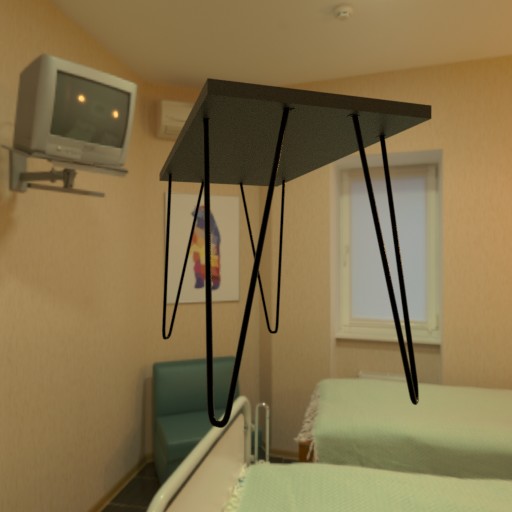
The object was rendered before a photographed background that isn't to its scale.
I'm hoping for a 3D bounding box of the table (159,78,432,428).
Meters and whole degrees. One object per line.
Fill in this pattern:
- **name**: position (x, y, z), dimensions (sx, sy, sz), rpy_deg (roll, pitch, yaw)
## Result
- **table**: position (0.000, 0.000, 1.372), dimensions (0.499, 0.660, 0.991), rpy_deg (0, 0, -17)
